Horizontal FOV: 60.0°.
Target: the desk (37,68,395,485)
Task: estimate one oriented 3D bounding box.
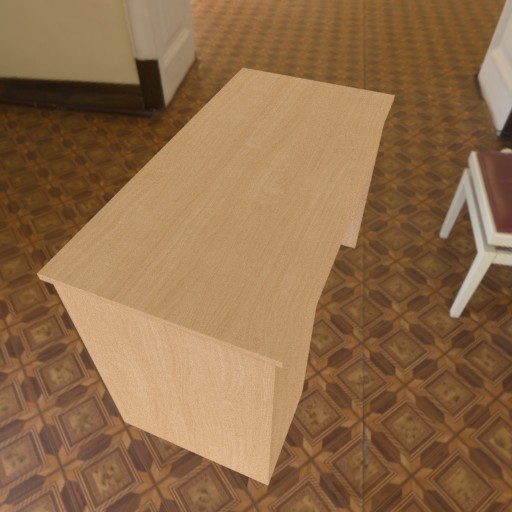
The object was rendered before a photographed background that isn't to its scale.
[{"bbox_3d":[0.000,0.000,1.489,0.560,0.735,1.097,17,49,15],"label":"desk"}]
